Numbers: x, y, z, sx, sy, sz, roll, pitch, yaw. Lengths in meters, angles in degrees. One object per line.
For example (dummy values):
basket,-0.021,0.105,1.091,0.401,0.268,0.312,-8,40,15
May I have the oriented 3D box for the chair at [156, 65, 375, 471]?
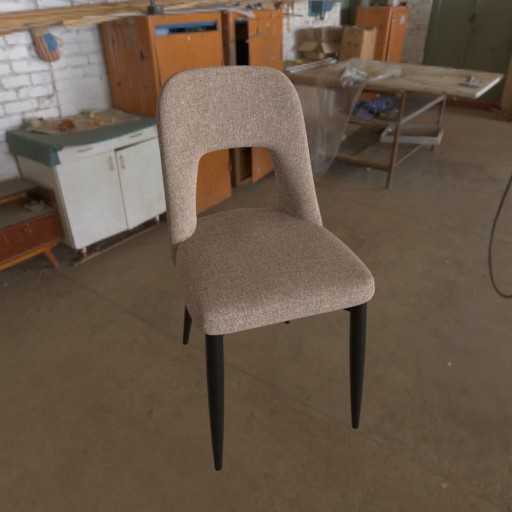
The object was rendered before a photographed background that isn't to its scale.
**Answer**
chair,0.000,0.000,1.257,0.470,0.931,0.612,-10,32,-16
